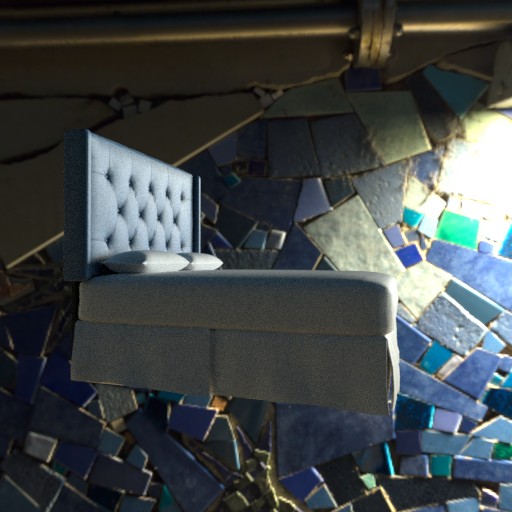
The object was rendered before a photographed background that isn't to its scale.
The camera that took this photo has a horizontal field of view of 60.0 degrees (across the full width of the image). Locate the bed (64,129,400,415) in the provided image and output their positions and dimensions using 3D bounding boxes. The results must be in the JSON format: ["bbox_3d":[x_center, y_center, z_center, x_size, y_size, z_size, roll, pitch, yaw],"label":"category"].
[{"bbox_3d":[0.000,0.000,3.368,2.078,1.665,1.719,0,-1,18],"label":"bed"}]
